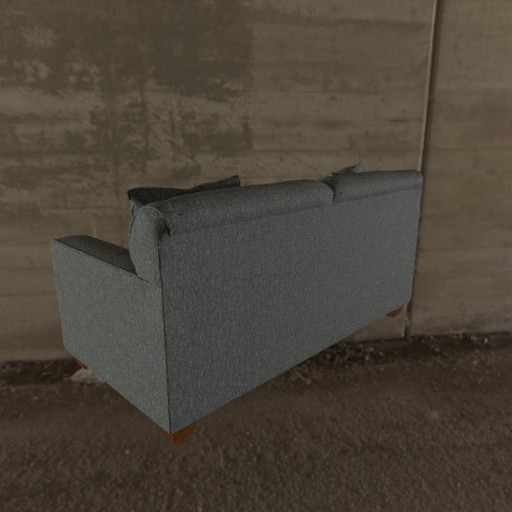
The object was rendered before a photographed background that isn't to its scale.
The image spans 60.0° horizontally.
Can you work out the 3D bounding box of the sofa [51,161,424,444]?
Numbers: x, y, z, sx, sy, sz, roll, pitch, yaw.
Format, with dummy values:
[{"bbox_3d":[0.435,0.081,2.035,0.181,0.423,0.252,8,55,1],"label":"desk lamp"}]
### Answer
[{"bbox_3d":[0.000,0.000,2.427,1.846,0.958,0.998,-15,22,-43],"label":"sofa"}]
